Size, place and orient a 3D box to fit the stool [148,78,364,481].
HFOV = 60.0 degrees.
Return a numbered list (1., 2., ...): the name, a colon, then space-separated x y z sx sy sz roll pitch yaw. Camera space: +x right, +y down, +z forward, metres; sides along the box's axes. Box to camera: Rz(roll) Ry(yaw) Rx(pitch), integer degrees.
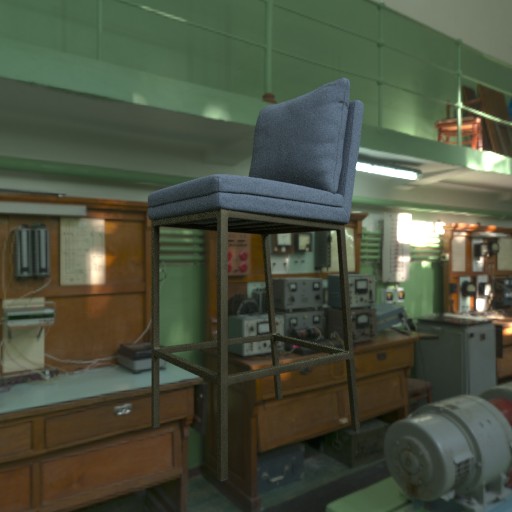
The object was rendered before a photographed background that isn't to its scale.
1. stool: 0.000 0.000 1.446 0.569 1.130 0.463 0 0 -36
